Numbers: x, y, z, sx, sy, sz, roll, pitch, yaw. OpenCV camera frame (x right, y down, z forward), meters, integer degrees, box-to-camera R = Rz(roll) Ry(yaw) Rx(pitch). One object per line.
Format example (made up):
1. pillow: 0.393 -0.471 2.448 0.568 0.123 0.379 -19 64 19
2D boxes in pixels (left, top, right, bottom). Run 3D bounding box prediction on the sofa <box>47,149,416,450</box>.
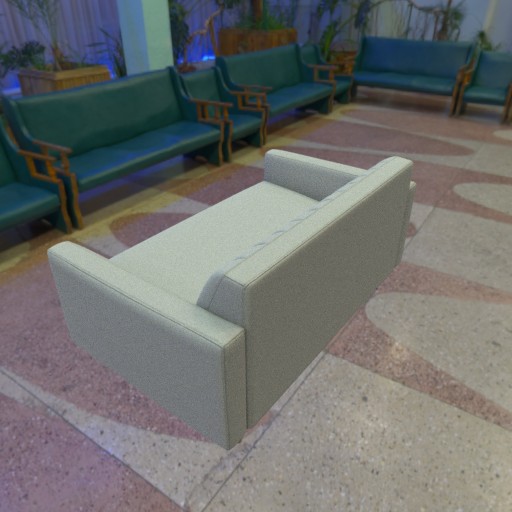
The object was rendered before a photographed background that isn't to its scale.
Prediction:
1. sofa: 0.000 0.000 2.165 0.950 0.801 1.585 22 38 31
